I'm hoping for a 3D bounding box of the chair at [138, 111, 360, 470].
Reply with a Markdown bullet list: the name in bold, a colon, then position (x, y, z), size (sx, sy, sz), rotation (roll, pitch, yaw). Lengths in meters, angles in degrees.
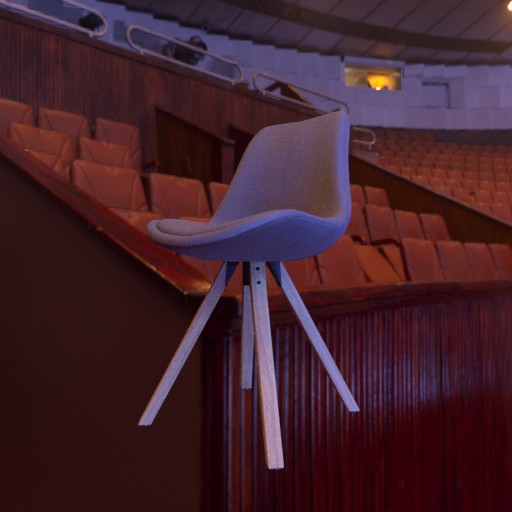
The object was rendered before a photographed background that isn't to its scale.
- **chair**: position (0.000, 0.000, 1.191), size (0.483, 0.865, 0.547), rotation (0, -1, 36)
